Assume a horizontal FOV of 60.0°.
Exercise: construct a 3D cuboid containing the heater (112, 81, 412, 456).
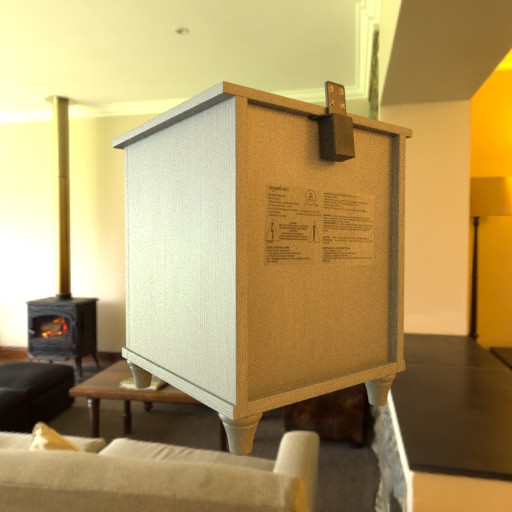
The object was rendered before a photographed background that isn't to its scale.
[{"bbox_3d":[0.000,0.000,0.756,0.362,0.481,0.400,-1,2,-37],"label":"heater"}]
